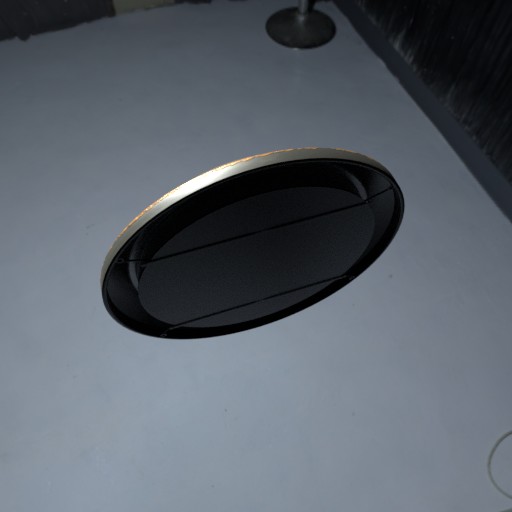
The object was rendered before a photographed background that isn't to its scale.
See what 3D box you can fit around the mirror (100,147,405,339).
[{"bbox_3d":[0.000,0.000,1.347,0.907,0.907,0.111,-16,61,-9],"label":"mirror"}]
